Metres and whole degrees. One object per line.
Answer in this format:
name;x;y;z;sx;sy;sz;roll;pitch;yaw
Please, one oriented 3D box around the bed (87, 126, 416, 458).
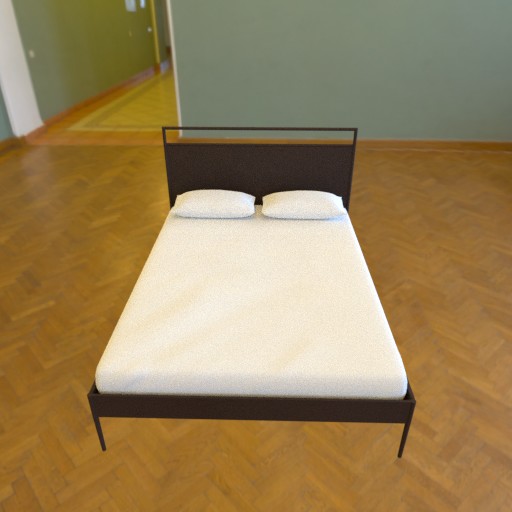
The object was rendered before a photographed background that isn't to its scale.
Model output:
bed;0.000;0.000;2.935;1.572;1.173;2.122;1;30;1
